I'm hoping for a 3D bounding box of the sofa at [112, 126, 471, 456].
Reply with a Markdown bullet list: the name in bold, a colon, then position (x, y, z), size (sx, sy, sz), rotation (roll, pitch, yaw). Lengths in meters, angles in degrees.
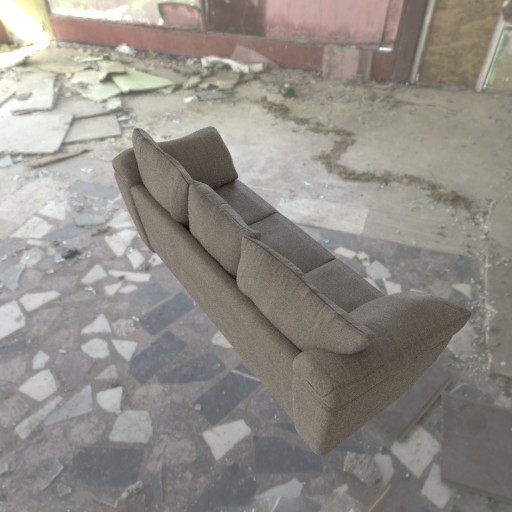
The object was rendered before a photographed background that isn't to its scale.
- **sofa**: position (0.000, 0.000, 2.755), size (0.878, 0.996, 2.334), rotation (-26, 48, -25)
